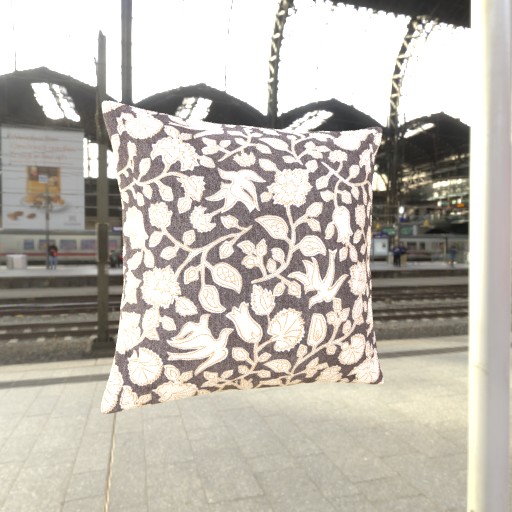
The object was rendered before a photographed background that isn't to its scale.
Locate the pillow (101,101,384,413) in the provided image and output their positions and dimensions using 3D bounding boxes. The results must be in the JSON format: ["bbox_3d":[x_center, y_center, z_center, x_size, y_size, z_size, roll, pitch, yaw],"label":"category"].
[{"bbox_3d":[0.000,0.000,0.795,0.526,0.507,0.166,0,1,-18],"label":"pillow"}]
